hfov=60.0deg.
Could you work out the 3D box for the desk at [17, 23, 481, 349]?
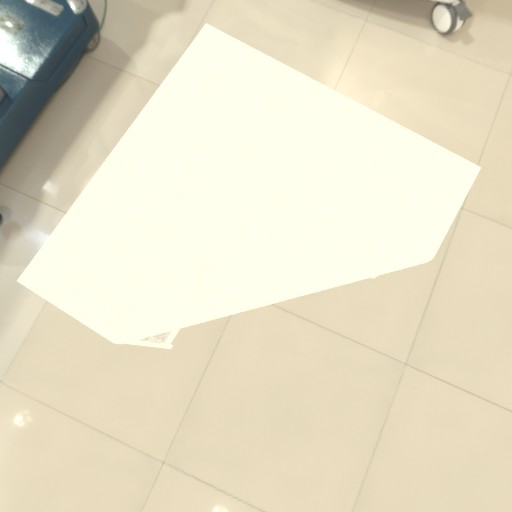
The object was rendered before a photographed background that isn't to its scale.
[{"bbox_3d":[0.000,0.000,1.619,0.926,0.818,0.940,30,79,7],"label":"desk"}]
